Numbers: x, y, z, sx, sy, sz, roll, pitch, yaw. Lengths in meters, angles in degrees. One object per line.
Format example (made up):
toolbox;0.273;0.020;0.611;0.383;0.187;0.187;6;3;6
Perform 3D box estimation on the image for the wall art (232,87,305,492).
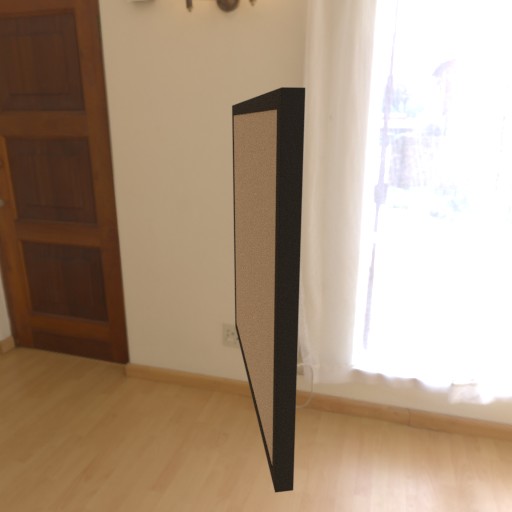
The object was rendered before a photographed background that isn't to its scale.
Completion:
wall art;0.000;0.000;0.457;0.015;0.304;0.306;-2;17;-8
